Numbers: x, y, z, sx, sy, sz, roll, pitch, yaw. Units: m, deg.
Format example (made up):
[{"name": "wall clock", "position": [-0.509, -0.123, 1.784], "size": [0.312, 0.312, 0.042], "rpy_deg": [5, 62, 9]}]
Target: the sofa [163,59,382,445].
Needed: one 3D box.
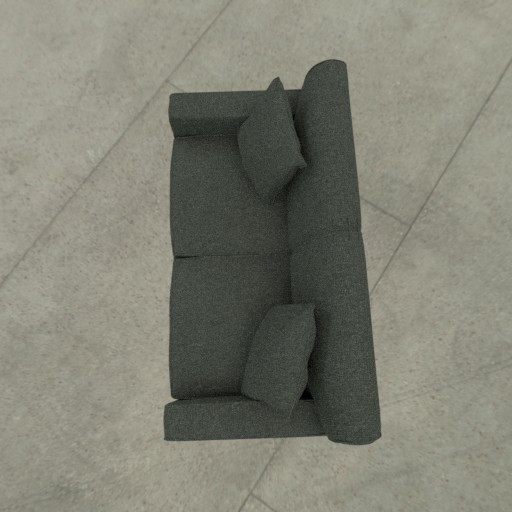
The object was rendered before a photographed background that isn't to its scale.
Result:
[{"name": "sofa", "position": [0.000, 0.000, 2.433], "size": [0.998, 0.958, 1.846], "rpy_deg": [-2, 76, 0]}]
